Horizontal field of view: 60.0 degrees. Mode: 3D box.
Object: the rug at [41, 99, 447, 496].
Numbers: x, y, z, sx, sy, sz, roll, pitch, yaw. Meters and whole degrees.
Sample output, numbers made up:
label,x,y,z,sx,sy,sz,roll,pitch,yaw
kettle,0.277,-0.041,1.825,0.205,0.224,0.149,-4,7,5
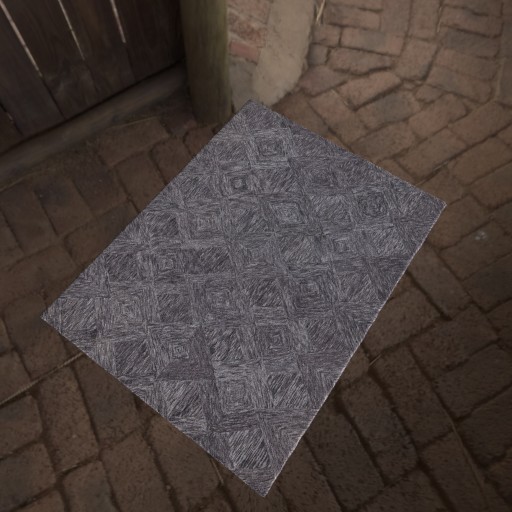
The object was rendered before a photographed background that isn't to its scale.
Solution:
label,x,y,z,sx,sy,sz,roll,pitch,yaw
rug,0.000,0.000,4.193,2.448,0.017,3.204,33,68,15
